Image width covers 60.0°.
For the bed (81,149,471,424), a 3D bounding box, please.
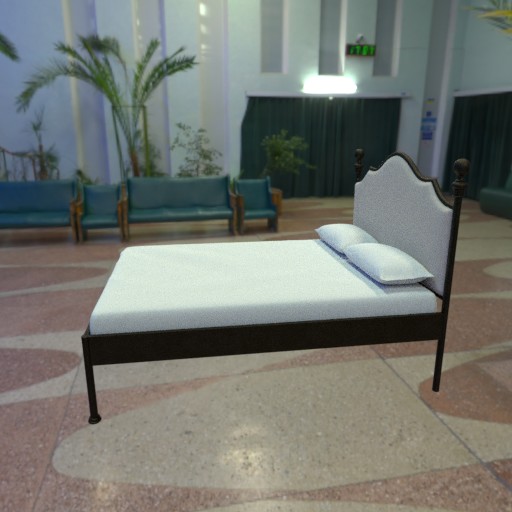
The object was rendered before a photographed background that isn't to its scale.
[{"bbox_3d":[0.000,0.000,3.290,2.224,1.499,1.642,-2,16,-9],"label":"bed"}]
